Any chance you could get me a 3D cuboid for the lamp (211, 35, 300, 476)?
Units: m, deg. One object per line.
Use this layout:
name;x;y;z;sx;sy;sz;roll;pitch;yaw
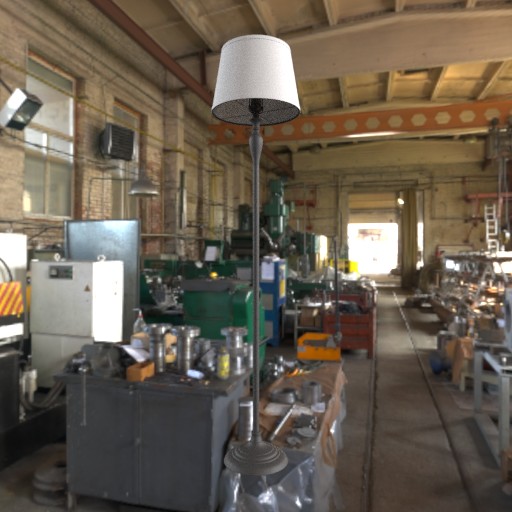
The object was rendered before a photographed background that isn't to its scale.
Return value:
lamp;0.000;0.000;1.635;0.327;1.506;0.327;0;0;-18
